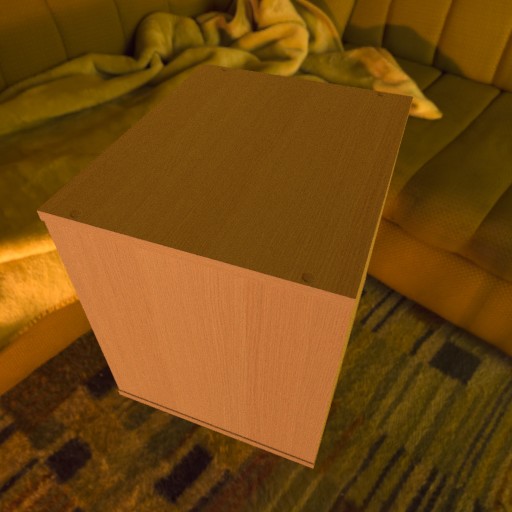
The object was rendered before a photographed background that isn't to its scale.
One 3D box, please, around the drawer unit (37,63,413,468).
[{"bbox_3d":[0.000,0.000,0.599,0.290,0.344,0.349,15,47,14],"label":"drawer unit"}]
